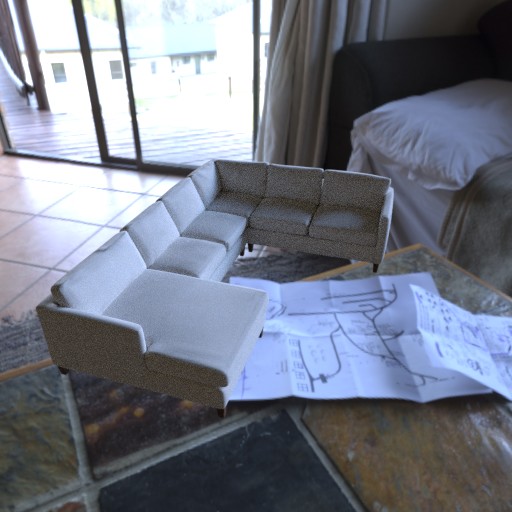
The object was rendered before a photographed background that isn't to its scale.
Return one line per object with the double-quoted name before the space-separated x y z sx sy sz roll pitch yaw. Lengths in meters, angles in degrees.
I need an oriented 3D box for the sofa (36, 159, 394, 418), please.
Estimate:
"sofa" 0.000 0.000 4.648 2.593 0.956 3.459 9 32 15
